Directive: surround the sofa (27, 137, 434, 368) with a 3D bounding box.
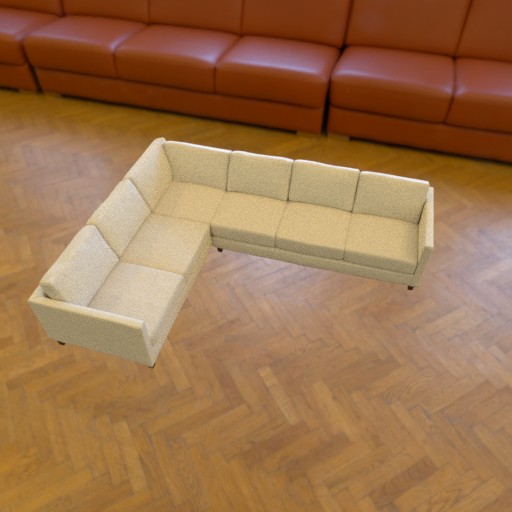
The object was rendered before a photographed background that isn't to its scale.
[{"bbox_3d":[0.000,0.000,4.258,3.182,0.863,2.432,11,47,11],"label":"sofa"}]
